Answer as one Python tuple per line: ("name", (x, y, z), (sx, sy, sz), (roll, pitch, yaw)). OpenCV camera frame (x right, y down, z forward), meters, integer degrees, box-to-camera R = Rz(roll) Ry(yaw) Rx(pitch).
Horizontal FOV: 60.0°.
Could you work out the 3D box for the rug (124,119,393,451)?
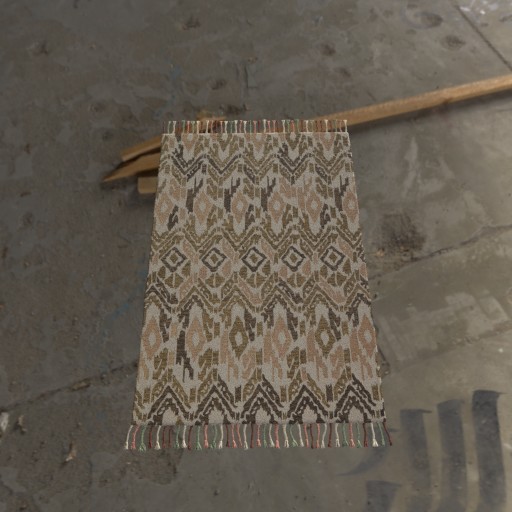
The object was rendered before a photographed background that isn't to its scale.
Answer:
("rug", (0.000, 0.000, 3.038), (1.524, 0.008, 2.438), (-1, 64, 0))
